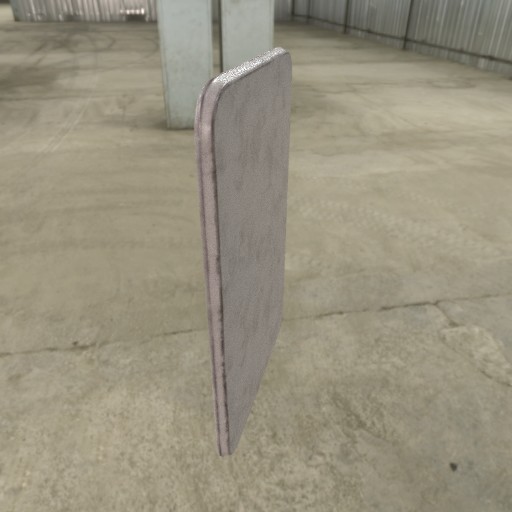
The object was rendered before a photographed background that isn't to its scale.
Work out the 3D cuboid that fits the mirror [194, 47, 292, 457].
[{"bbox_3d":[0.000,0.000,0.870,0.024,0.713,0.461,9,32,14],"label":"mirror"}]
